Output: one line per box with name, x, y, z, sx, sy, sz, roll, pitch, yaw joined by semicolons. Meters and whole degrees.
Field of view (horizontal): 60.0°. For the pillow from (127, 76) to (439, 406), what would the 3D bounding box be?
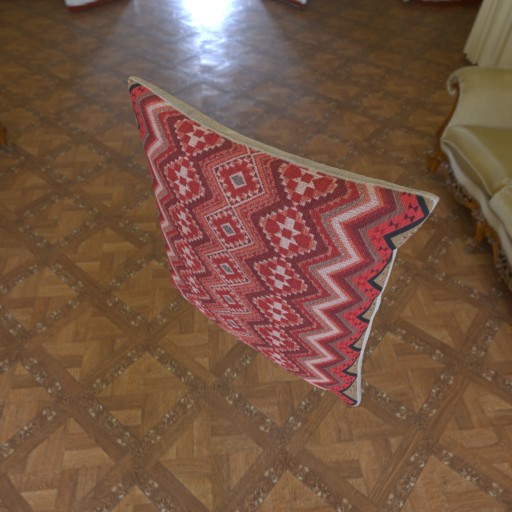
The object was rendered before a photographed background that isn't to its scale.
pillow;0.000;0.000;0.779;0.513;0.511;0.158;29;53;25
